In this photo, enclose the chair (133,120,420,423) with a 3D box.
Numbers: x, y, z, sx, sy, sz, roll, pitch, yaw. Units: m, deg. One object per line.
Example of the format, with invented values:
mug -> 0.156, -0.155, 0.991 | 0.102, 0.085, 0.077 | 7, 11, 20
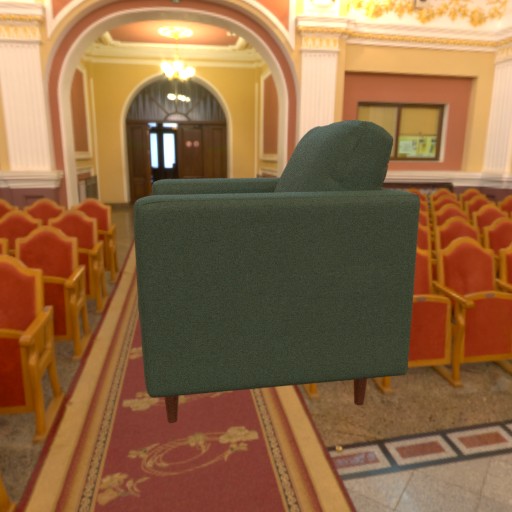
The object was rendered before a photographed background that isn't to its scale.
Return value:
chair -> 0.000, 0.000, 1.599 | 0.800, 0.927, 0.855 | -2, 13, -9
